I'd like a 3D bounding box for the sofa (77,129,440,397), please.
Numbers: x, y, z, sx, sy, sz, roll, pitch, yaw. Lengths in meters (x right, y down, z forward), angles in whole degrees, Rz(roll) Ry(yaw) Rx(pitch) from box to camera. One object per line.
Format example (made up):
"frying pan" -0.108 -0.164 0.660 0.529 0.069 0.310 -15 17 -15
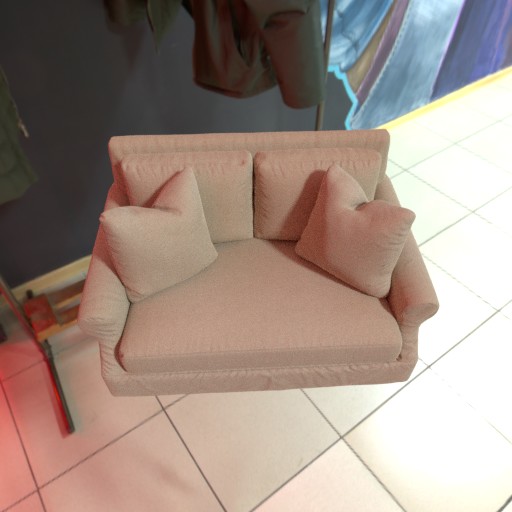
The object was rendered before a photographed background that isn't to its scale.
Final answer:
"sofa" 0.000 0.000 2.176 1.550 0.905 1.070 -2 47 -2
